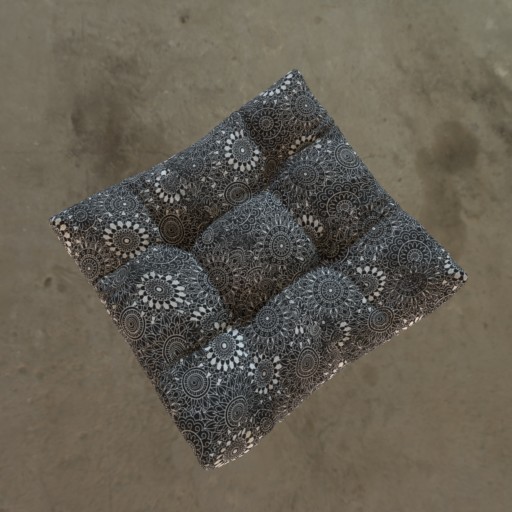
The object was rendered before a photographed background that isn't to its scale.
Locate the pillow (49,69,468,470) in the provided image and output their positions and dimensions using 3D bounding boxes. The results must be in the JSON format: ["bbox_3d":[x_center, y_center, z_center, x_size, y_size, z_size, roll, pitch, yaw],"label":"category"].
[{"bbox_3d":[0.000,0.000,0.718,0.490,0.128,0.468,-34,78,-8],"label":"pillow"}]
